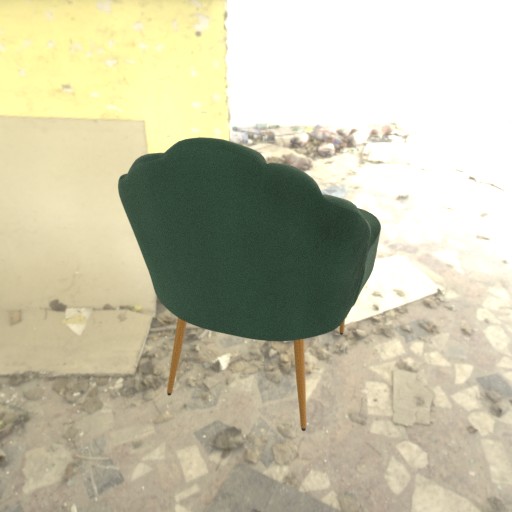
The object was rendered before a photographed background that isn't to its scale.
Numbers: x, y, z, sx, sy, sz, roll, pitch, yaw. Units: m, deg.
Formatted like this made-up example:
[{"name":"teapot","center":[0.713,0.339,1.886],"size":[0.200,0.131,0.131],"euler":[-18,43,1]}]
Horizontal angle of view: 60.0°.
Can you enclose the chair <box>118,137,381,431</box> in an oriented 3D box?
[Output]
[{"name":"chair","center":[0.000,0.000,1.271],"size":[0.657,0.819,0.599],"euler":[9,31,15]}]
